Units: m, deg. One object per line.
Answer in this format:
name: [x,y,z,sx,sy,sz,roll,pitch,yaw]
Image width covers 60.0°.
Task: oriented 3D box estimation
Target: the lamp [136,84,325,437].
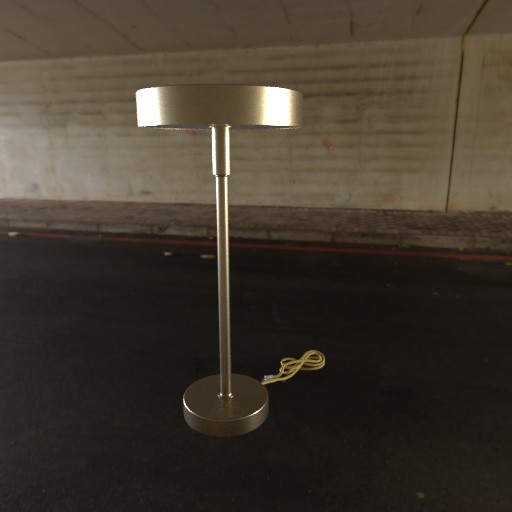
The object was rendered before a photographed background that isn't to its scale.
lamp: [0.000,0.000,0.727,0.229,0.508,0.369,14,20,43]
